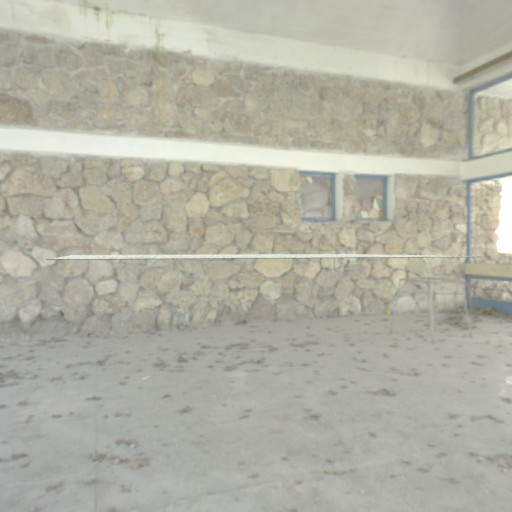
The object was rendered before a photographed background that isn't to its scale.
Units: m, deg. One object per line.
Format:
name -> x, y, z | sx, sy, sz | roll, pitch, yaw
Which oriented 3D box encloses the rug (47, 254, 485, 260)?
rug -> 0.000, 0.000, 3.032 | 2.439, 0.005, 1.524 | 0, 1, -19
